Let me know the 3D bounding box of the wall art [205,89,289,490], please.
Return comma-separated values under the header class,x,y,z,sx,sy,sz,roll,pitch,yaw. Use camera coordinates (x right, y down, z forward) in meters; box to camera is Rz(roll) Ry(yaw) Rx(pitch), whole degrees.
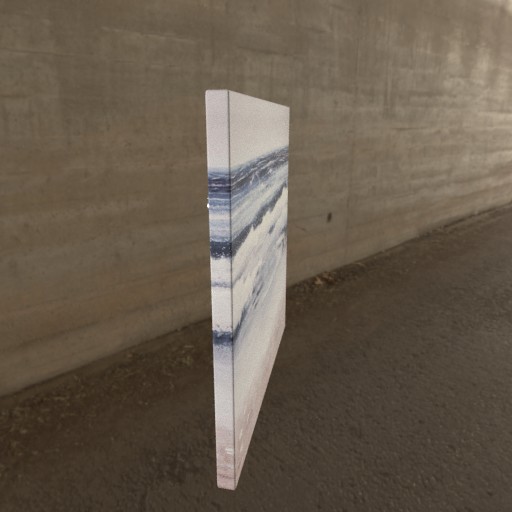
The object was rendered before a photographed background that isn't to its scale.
class,x,y,z,sx,sy,sz,roll,pitch,yaw
wall art,0.000,0.000,1.132,0.065,0.747,0.755,3,17,11
